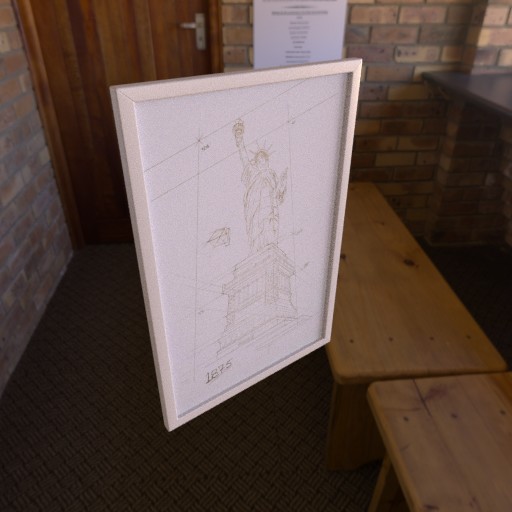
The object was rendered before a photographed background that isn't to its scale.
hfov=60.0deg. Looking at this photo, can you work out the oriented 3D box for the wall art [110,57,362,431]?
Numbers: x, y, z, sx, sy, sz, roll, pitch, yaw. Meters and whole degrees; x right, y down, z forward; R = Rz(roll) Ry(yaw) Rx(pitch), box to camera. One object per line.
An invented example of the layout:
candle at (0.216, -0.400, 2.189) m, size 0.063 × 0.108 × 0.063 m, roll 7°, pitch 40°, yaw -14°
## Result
wall art at (0.000, 0.000, 1.512) m, size 0.808 × 1.183 × 0.038 m, roll -21°, pitch 37°, yaw -30°
